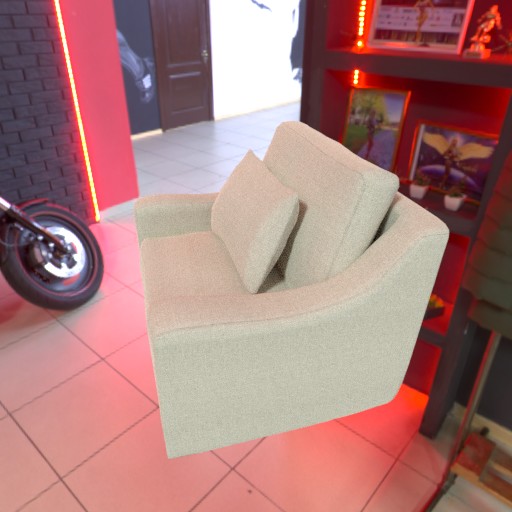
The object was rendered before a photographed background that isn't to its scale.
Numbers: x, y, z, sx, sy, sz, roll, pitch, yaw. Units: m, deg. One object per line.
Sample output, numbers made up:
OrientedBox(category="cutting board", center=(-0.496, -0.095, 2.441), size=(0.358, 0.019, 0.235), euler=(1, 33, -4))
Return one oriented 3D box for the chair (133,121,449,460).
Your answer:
OrientedBox(category="chair", center=(0.000, 0.000, 1.962), size=(1.009, 1.016, 1.178), euler=(-8, 31, -14))
